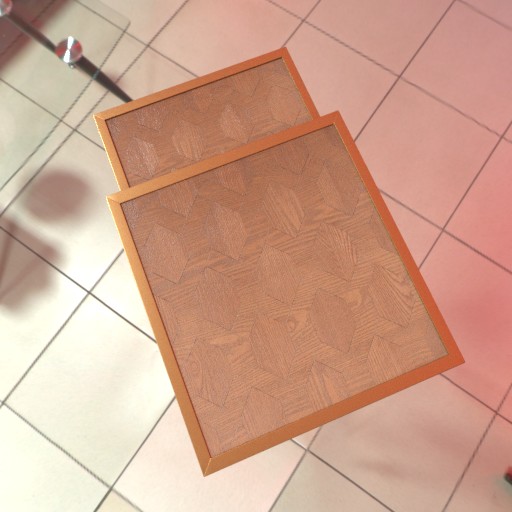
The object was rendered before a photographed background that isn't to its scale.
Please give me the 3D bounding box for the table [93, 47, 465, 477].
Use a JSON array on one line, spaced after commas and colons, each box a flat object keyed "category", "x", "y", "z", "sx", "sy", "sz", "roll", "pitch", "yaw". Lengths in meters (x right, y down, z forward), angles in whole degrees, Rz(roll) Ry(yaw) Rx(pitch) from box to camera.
[{"category": "table", "x": 0.000, "y": 0.000, "z": 1.100, "sx": 0.505, "sy": 0.505, "sz": 0.762, "roll": -22, "pitch": 78, "yaw": -5}]
